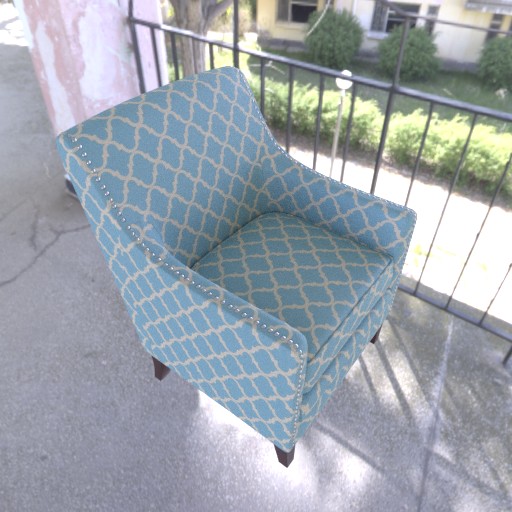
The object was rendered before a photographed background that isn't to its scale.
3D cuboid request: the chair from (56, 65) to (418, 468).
[{"bbox_3d":[0.000,0.000,1.272,0.686,0.817,0.617,26,47,27],"label":"chair"}]
